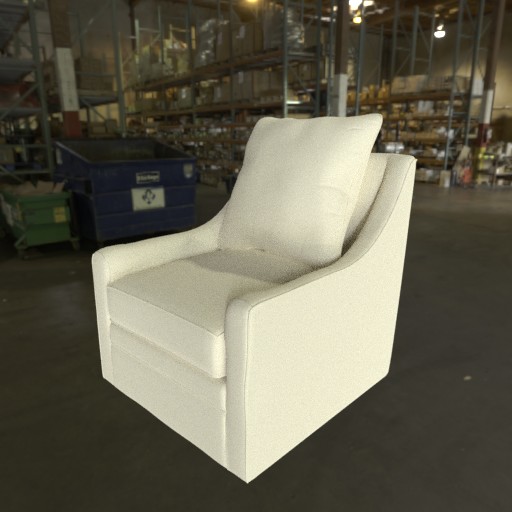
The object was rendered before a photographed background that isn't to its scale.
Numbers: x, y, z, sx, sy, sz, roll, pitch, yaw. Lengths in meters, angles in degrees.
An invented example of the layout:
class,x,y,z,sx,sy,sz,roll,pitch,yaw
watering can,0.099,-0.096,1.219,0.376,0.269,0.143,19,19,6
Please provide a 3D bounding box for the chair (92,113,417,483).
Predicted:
class,x,y,z,sx,sy,sz,roll,pitch,yaw
chair,0.000,0.000,1.561,0.756,0.965,0.876,14,21,42
